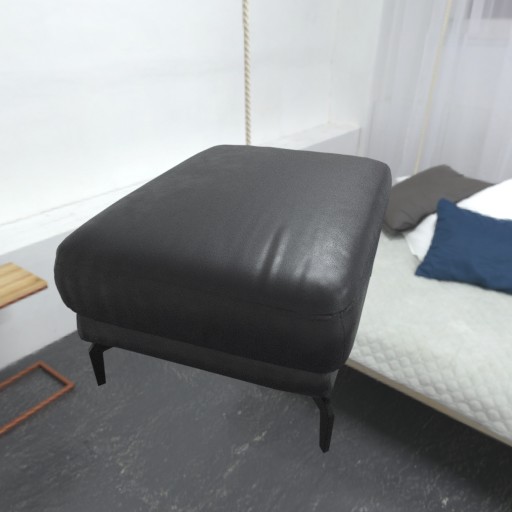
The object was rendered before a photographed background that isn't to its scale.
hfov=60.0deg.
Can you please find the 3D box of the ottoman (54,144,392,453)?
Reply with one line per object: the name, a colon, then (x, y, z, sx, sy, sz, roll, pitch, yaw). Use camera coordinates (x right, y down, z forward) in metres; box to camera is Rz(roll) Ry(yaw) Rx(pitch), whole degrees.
ottoman: (0.000, 0.000, 1.094, 0.570, 0.402, 0.764, 10, 31, 17)
